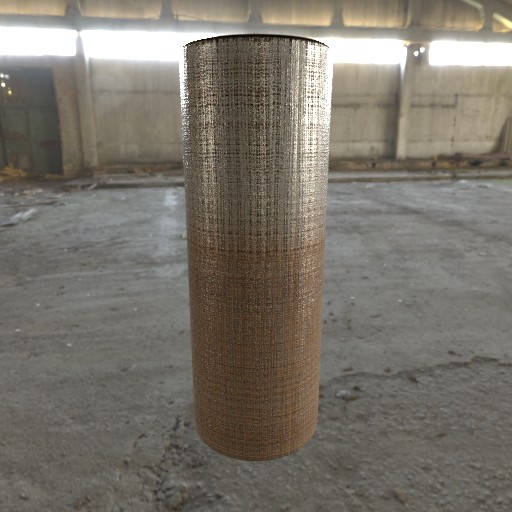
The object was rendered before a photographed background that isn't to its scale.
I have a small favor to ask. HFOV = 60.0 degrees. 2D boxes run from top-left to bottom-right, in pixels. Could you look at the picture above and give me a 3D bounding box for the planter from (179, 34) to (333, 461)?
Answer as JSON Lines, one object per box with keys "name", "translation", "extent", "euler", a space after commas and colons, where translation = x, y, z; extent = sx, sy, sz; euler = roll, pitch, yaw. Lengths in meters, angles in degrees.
{"name": "planter", "translation": [0.000, 0.000, 0.324], "extent": [0.099, 0.278, 0.099], "euler": [-3, 15, -10]}
